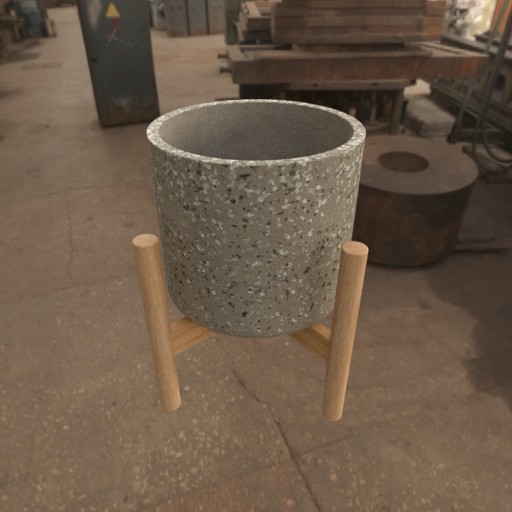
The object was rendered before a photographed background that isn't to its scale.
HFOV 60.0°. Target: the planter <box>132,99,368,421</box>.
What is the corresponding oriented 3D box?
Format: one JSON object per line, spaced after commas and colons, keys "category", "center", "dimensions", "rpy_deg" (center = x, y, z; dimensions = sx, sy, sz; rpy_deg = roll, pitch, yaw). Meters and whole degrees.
{"category": "planter", "center": [0.000, 0.000, 0.544], "dimensions": [0.284, 0.320, 0.284], "rpy_deg": [-10, 34, -15]}
